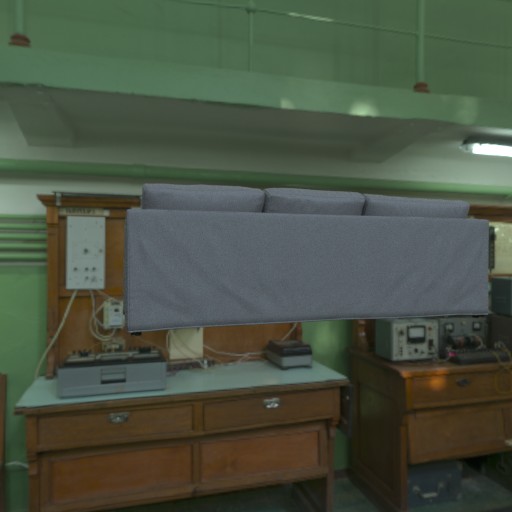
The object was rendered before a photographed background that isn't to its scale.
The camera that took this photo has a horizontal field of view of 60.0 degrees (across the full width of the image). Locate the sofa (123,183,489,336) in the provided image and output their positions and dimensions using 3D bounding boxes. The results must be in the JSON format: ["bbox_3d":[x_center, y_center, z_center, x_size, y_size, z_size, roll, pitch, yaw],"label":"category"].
[{"bbox_3d":[0.000,0.000,4.216,2.432,0.871,3.182,0,0,-17],"label":"sofa"}]
